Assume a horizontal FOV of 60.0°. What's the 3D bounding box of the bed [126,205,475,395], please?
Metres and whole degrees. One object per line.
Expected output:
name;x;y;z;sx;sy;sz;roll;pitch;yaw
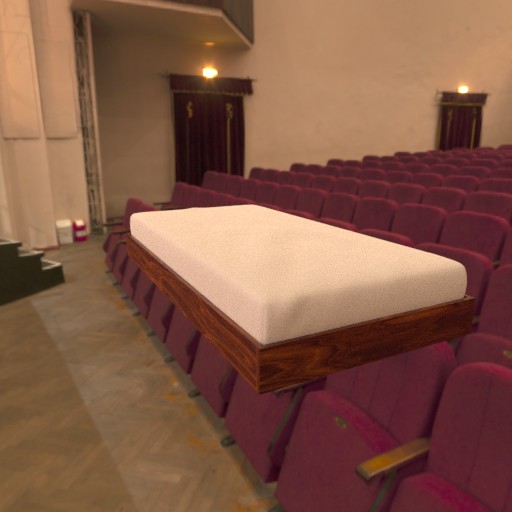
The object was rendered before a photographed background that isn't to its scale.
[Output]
bed;0.000;0.000;2.294;0.940;0.312;1.860;-8;16;-26
